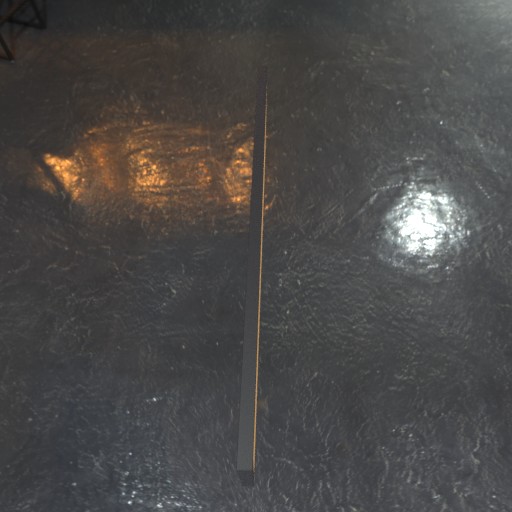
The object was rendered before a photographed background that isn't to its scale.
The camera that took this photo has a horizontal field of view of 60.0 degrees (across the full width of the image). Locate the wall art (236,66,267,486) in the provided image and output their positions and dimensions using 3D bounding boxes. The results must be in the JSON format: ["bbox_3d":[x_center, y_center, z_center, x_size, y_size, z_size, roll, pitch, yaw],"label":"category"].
[{"bbox_3d":[0.000,0.000,1.738,0.041,0.554,1.572,2,59,1],"label":"wall art"}]
